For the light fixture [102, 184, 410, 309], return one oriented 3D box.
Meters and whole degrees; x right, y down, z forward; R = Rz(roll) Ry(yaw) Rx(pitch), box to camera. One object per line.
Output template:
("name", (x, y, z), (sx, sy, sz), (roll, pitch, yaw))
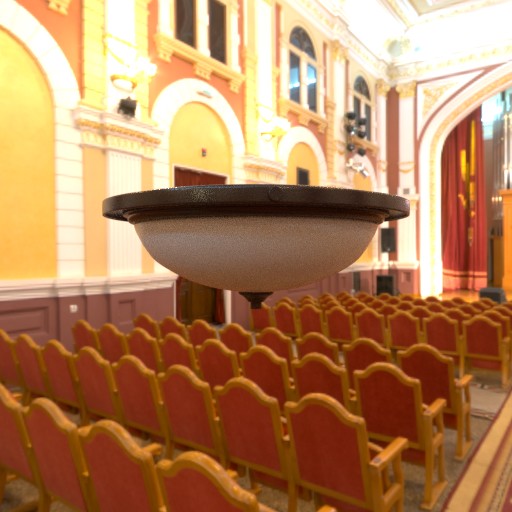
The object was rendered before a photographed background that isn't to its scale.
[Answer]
("light fixture", (0.000, 0.000, 0.550), (0.361, 0.130, 0.361), (0, 1, 0))
